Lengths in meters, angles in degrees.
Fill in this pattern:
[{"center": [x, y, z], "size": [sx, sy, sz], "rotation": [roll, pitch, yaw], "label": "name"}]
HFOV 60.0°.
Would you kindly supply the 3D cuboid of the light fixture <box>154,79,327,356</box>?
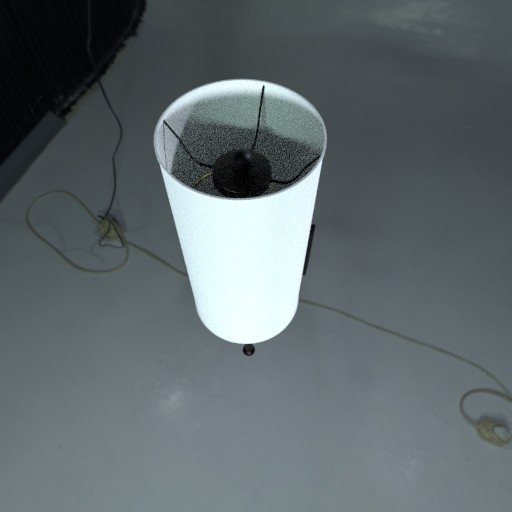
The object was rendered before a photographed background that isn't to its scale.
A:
[{"center": [0.000, 0.000, 0.544], "size": [0.128, 0.462, 0.208], "rotation": [14, 59, 9], "label": "light fixture"}]
